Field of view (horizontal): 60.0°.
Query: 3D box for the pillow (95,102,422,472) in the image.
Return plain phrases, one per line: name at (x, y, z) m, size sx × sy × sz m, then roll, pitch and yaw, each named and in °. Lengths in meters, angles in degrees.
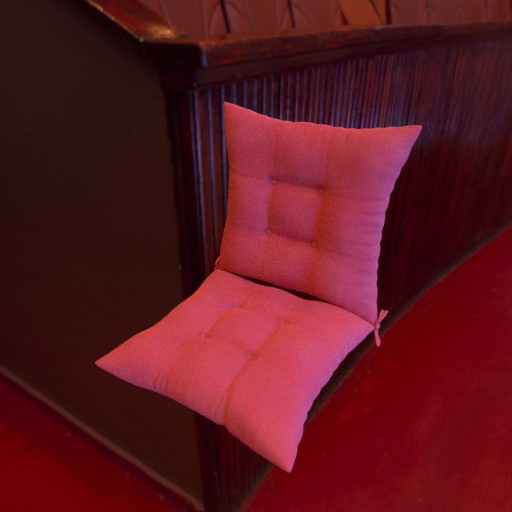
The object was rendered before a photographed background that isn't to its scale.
pillow at (0.000, 0.000, 0.988) m, size 0.541 × 0.536 × 0.585 m, roll 17°, pitch 34°, yaw 27°
